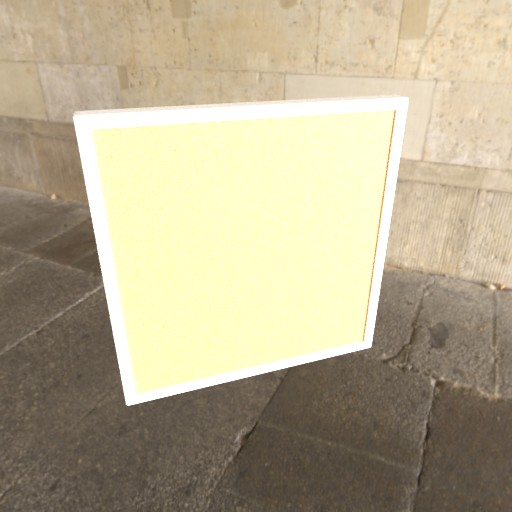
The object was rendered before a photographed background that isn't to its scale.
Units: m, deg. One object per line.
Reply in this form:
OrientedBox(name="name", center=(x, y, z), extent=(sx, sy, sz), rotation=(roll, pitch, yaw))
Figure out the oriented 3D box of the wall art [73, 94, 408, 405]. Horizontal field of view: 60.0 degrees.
OrientedBox(name="wall art", center=(0.000, 0.000, 0.773), extent=(0.508, 0.508, 0.038), rotation=(-9, 29, -17))
